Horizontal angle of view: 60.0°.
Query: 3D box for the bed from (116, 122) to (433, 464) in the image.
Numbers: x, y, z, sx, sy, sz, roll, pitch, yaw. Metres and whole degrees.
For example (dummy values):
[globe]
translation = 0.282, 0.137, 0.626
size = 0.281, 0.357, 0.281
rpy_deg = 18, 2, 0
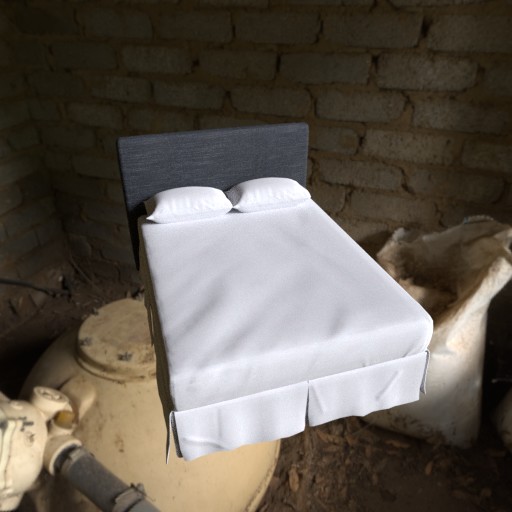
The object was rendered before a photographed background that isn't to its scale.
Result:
[bed]
translation = 0.000, 0.000, 3.235
size = 1.723, 1.330, 2.142
rpy_deg = -9, 32, -15
